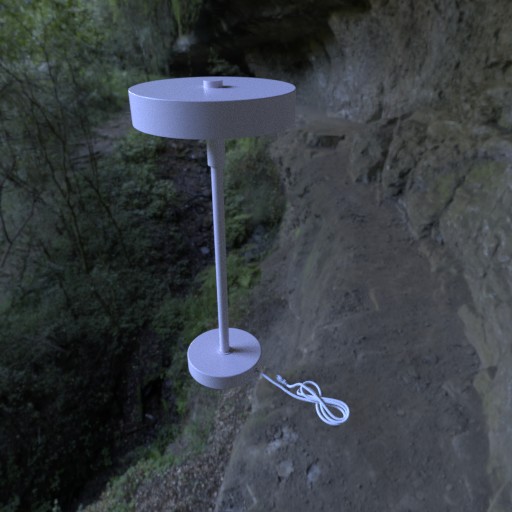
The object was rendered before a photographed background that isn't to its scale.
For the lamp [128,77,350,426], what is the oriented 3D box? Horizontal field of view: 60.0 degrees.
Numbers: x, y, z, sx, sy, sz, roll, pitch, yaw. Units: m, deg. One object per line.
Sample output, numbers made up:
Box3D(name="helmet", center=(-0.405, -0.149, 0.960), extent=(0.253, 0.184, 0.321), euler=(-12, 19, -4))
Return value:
Box3D(name="lamp", center=(0.000, 0.000, 0.696), extent=(0.369, 0.508, 0.229), euler=(17, 33, 29))
